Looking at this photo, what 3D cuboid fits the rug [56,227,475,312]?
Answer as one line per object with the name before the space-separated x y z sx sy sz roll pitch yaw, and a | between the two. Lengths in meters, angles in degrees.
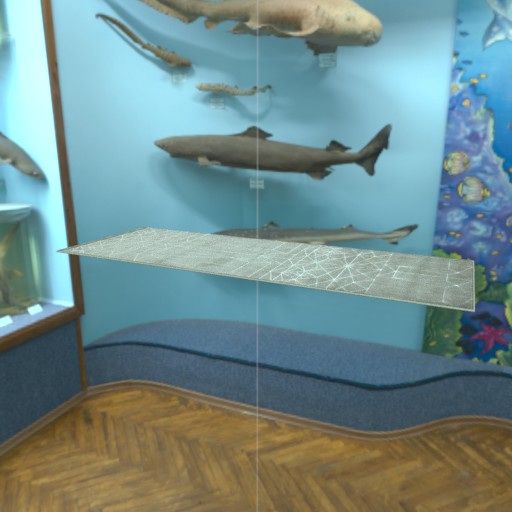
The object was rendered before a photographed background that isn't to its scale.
rug | 0.000 0.000 2.685 2.388 0.012 0.864 7 16 24
